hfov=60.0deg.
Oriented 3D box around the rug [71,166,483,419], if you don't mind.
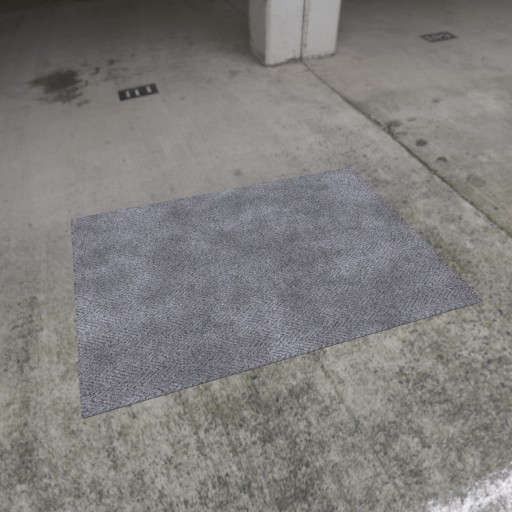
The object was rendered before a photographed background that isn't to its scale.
[{"bbox_3d":[0.000,0.000,2.860,2.235,0.008,1.600,-13,43,-14],"label":"rug"}]
